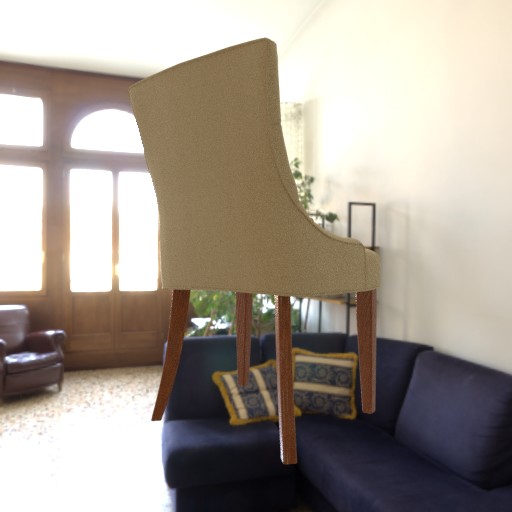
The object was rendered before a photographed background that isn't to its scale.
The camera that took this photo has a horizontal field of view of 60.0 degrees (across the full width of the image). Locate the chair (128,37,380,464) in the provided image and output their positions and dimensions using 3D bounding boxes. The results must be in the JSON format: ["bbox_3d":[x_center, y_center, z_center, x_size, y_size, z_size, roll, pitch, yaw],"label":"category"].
[{"bbox_3d":[0.000,0.000,1.196,0.509,0.874,0.565,0,-1,37],"label":"chair"}]
